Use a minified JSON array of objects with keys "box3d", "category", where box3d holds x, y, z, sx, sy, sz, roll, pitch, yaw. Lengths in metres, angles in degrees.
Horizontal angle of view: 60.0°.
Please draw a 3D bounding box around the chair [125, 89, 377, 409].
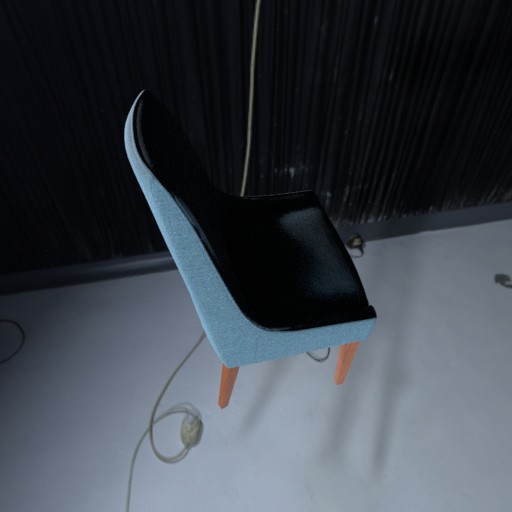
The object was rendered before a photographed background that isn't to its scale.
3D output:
[{"box3d":[0.000,0.000,1.235,0.544,0.861,0.529,-9,48,-9],"category":"chair"}]
